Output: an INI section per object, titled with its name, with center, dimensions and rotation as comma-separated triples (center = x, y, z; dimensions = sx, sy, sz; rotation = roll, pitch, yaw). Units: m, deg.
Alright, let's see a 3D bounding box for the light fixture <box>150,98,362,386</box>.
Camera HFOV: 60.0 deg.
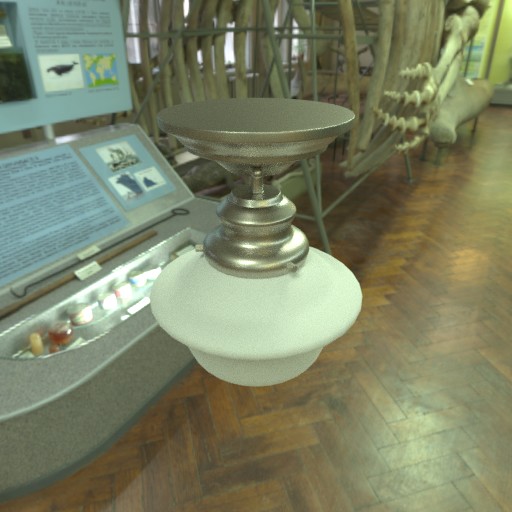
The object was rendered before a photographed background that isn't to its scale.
[light fixture]
center = 0.000, 0.000, 0.404
dimensions = 0.199, 0.254, 0.199
rotation = 0, 27, 0
